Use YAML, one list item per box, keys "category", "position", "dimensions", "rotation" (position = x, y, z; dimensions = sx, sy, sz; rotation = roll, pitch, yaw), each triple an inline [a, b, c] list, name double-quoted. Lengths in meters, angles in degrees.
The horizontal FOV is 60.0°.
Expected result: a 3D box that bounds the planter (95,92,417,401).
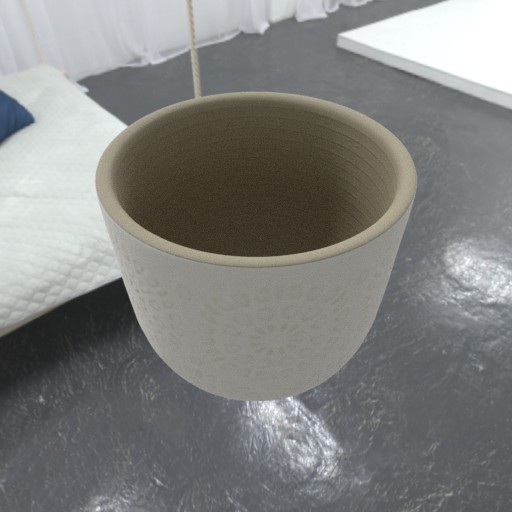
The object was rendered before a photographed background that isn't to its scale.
- category: "planter"
  position: [0.000, 0.000, 0.213]
  dimensions: [0.124, 0.109, 0.124]
  rotation: [0, 44, 0]
